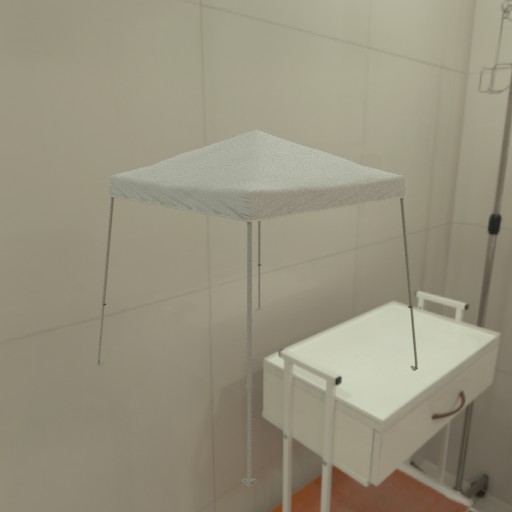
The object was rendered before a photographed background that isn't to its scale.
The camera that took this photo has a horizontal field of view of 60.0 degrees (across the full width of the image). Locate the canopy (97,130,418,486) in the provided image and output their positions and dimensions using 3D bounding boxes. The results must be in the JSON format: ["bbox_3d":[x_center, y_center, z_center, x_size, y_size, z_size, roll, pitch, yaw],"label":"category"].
[{"bbox_3d":[0.000,0.000,5.200,2.849,2.849,2.848,-13,19,-42],"label":"canopy"}]
